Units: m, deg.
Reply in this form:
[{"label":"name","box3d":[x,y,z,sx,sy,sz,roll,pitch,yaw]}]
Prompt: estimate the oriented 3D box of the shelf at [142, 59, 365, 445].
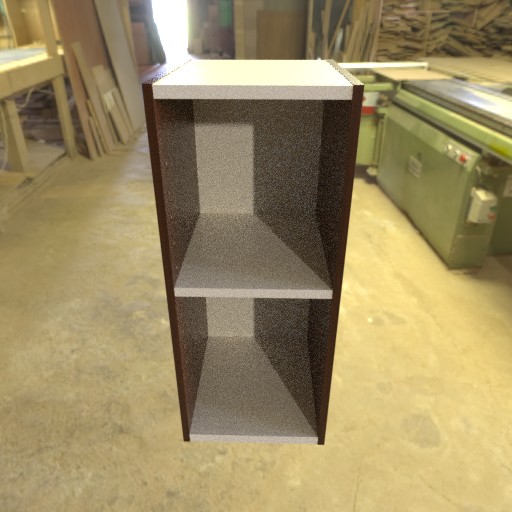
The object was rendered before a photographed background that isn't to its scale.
[{"label":"shelf","box3d":[0.000,0.000,0.768,0.253,0.600,0.290,1,29,1]}]
